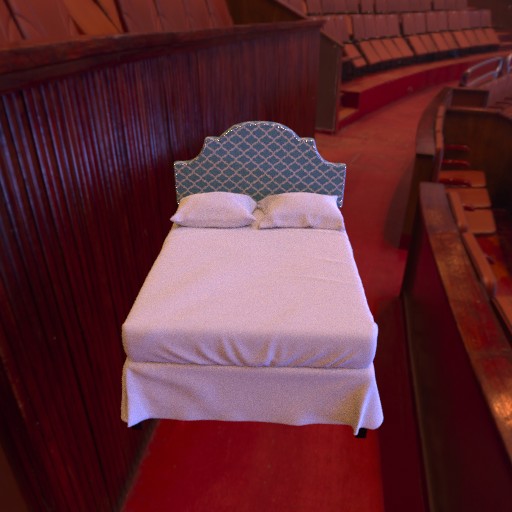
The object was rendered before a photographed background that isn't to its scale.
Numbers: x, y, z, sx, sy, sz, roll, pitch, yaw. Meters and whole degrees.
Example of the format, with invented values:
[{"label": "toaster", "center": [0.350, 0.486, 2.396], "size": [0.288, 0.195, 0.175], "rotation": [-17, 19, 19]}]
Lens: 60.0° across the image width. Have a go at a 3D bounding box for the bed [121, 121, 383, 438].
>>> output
[{"label": "bed", "center": [0.000, 0.000, 3.445], "size": [1.780, 1.633, 2.222], "rotation": [1, 29, 2]}]
